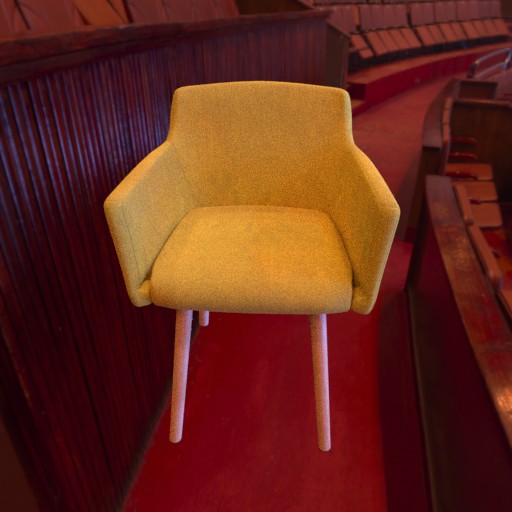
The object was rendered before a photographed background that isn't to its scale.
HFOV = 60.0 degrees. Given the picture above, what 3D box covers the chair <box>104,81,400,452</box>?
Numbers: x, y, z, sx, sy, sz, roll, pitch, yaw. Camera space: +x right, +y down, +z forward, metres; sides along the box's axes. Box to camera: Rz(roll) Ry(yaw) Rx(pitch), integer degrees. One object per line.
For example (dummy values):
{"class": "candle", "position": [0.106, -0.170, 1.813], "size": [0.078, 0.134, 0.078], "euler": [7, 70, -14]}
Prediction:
{"class": "chair", "position": [0.000, 0.000, 1.155], "size": [0.570, 0.780, 0.570], "euler": [2, 30, 3]}
